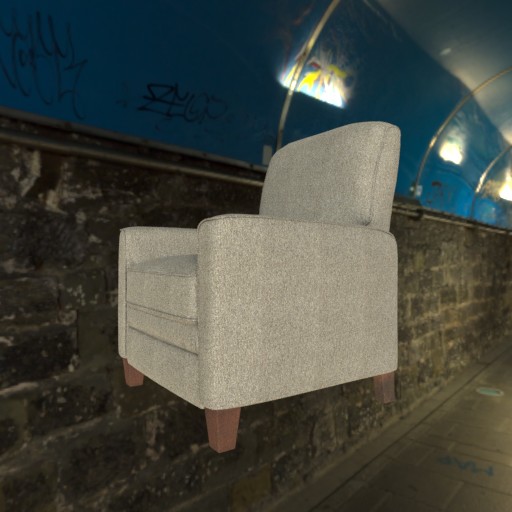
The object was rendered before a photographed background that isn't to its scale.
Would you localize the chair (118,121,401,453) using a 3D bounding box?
[{"bbox_3d":[0.000,0.000,1.683,0.858,1.028,0.841,0,1,-35],"label":"chair"}]
